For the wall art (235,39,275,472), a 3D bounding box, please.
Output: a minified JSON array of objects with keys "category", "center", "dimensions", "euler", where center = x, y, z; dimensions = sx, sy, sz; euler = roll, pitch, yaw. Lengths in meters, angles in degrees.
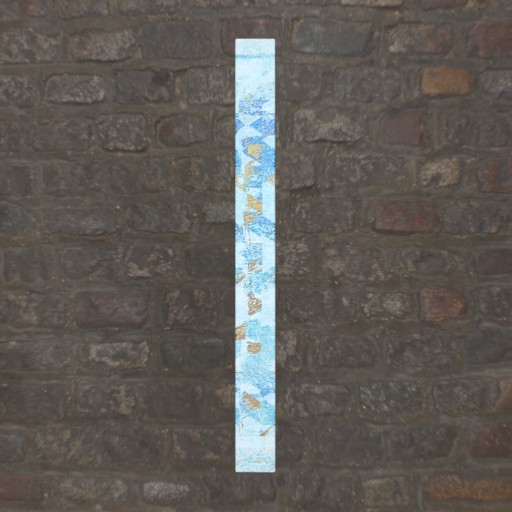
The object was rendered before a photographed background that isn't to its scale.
[{"category":"wall art","center":[0.000,0.000,0.616],"dimensions":[0.037,0.405,0.405],"euler":[0,90,0]}]
